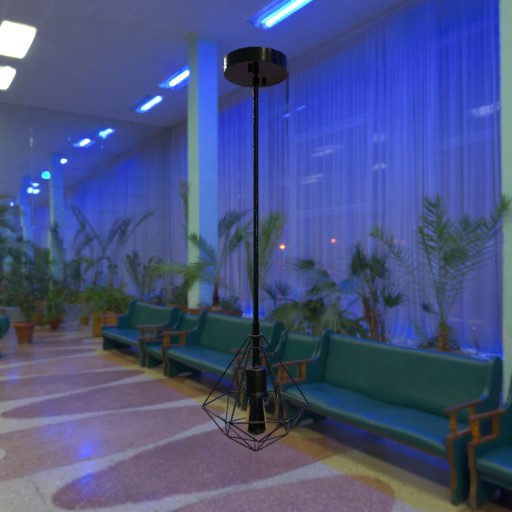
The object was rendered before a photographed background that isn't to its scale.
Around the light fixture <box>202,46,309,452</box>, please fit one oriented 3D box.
[{"bbox_3d":[0.000,0.000,2.008,0.431,1.764,0.487,0,-1,-35],"label":"light fixture"}]
